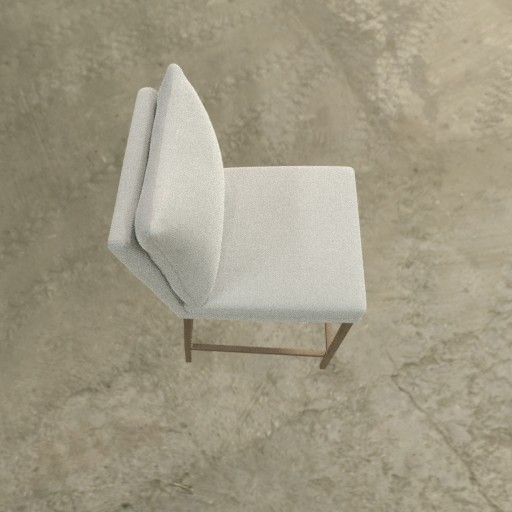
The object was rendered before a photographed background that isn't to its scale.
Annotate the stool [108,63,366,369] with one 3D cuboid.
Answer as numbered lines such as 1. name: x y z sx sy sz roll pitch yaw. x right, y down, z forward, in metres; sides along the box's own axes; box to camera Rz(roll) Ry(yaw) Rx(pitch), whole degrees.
1. stool: 0.000 0.000 1.337 0.572 1.032 0.463 1 63 1
